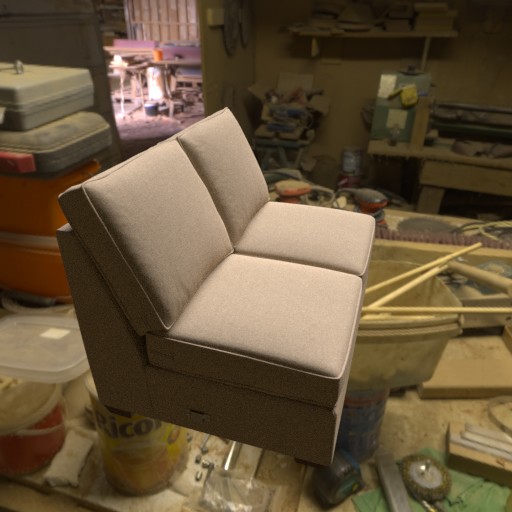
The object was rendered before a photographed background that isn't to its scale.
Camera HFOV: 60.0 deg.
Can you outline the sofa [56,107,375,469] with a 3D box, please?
[{"bbox_3d":[0.000,0.000,1.941,0.951,1.008,1.237,9,31,16],"label":"sofa"}]
